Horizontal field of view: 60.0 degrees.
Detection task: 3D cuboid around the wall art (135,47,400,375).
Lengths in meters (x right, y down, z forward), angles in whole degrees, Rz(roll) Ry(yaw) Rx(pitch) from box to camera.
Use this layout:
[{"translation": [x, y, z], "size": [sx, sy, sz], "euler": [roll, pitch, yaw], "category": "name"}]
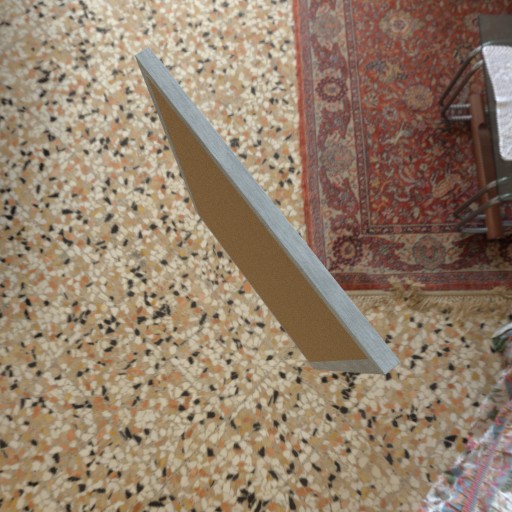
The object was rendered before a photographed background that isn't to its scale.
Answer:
[{"translation": [0.000, 0.000, 0.790], "size": [0.022, 0.582, 0.479], "euler": [-36, 79, -8], "category": "wall art"}]
